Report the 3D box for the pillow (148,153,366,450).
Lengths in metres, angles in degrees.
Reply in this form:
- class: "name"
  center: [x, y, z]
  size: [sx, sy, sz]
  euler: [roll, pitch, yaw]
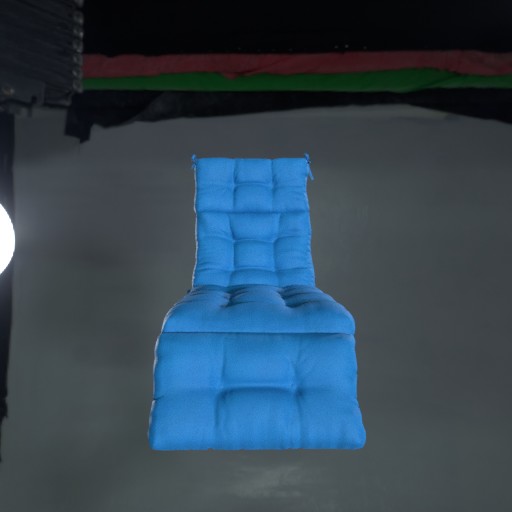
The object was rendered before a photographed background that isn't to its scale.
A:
- class: "pillow"
  center: [0.000, 0.000, 1.454]
  size: [0.526, 0.863, 1.016]
  euler: [0, 1, -1]
